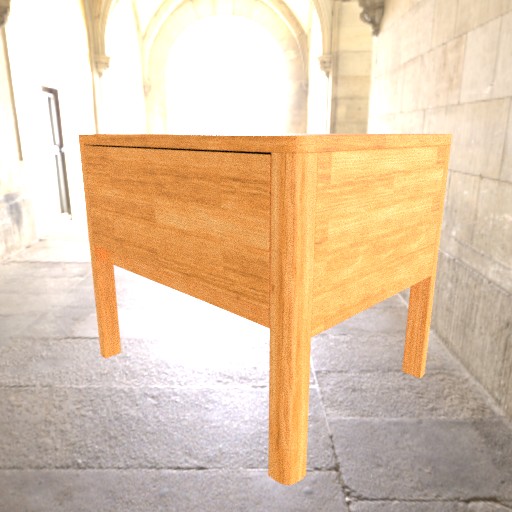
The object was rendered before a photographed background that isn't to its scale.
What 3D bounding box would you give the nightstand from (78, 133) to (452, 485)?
[{"bbox_3d":[0.000,0.000,0.885,0.560,0.470,0.440,15,22,43],"label":"nightstand"}]
